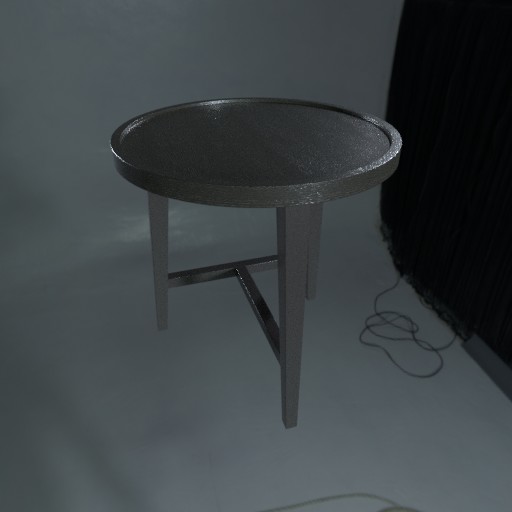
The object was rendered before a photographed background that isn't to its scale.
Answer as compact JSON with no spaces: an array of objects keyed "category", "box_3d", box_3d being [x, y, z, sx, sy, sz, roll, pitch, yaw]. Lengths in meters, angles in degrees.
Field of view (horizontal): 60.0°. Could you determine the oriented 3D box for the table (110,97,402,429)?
[{"category":"table","box_3d":[0.000,0.000,0.929,0.500,0.531,0.500,0,32,0]}]
